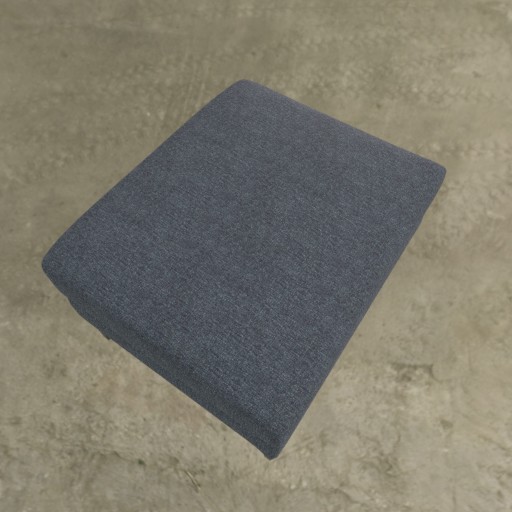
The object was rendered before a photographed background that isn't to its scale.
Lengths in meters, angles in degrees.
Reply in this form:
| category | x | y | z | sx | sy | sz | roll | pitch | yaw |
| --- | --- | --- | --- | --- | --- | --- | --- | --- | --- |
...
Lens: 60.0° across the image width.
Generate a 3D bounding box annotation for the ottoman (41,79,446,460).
| category | x | y | z | sx | sy | sz | roll | pitch | yaw |
| --- | --- | --- | --- | --- | --- | --- | --- | --- | --- |
| ottoman | 0.000 | 0.000 | 1.276 | 0.695 | 0.533 | 0.831 | 31 | 64 | 17 |
